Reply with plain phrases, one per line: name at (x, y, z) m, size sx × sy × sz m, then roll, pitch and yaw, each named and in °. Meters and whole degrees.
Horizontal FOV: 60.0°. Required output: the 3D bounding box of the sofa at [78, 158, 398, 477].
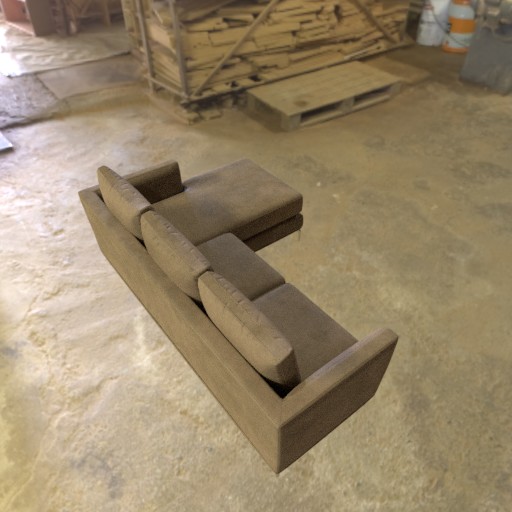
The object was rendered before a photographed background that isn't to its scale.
sofa at (0.000, 0.000, 3.238) m, size 1.622 × 0.987 × 2.438 m, roll -27°, pitch 48°, yaw -27°
